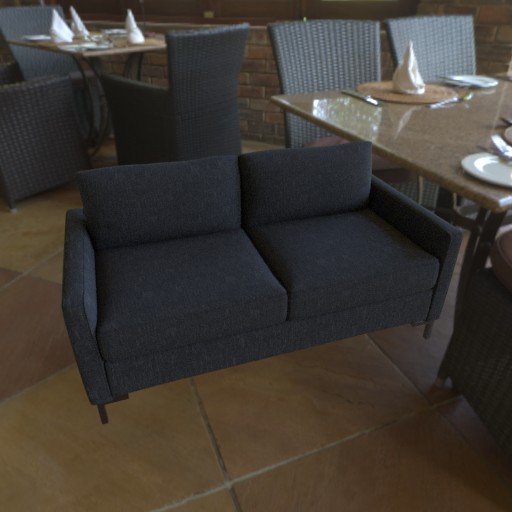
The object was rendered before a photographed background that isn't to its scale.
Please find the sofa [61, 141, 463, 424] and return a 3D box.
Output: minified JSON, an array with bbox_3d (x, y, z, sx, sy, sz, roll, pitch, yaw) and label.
[{"bbox_3d":[0.000,0.000,2.171,1.716,0.862,0.866,-10,33,-16],"label":"sofa"}]
